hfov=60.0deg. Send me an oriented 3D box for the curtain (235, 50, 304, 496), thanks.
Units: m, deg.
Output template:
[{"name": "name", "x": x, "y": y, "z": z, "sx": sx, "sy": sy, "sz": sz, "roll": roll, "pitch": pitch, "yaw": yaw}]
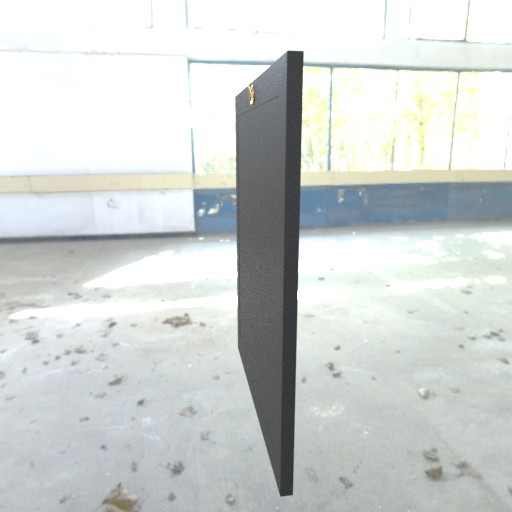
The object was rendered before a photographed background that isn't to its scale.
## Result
[{"name": "curtain", "x": 0.000, "y": 0.000, "z": 0.790, "sx": 0.027, "sy": 0.585, "sz": 0.483, "roll": -2, "pitch": 14, "yaw": -9}]
